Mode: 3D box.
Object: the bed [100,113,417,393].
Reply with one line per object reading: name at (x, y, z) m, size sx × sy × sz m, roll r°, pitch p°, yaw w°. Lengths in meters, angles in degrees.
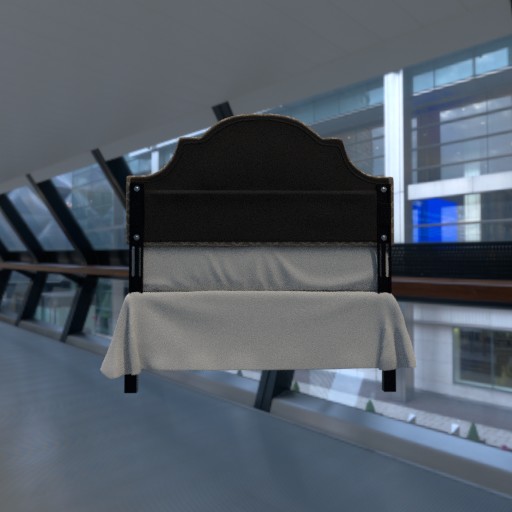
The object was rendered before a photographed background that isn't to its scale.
bed at (0.000, 0.000, 3.557) m, size 1.780 × 1.633 × 2.222 m, roll 0°, pitch -1°, yaw -1°
